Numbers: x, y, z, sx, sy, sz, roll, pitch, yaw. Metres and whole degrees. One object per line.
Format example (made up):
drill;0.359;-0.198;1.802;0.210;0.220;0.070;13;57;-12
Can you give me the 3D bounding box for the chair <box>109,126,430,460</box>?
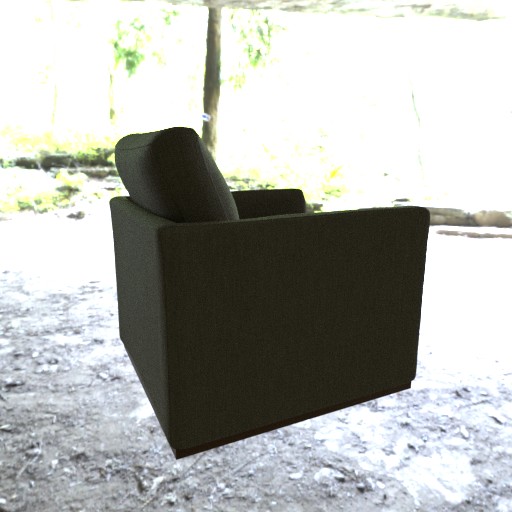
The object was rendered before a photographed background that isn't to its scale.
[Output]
chair;0.000;0.000;1.502;0.834;0.811;0.763;-6;15;-25
